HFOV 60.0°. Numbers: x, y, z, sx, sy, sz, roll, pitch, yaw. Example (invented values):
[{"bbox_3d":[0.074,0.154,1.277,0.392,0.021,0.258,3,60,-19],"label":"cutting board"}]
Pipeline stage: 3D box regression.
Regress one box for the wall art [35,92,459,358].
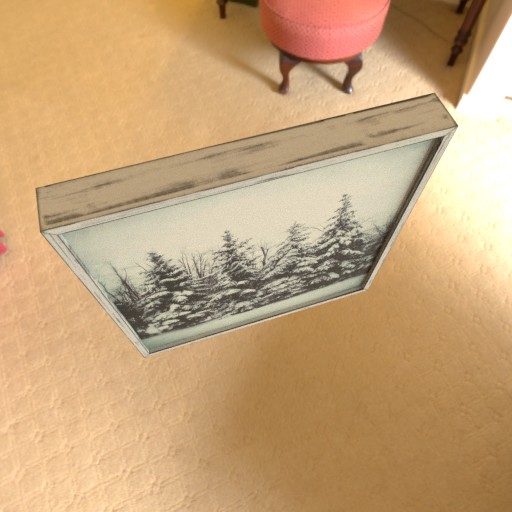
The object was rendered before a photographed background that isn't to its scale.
[{"bbox_3d":[0.000,0.000,0.449,0.303,0.303,0.036,-16,63,-8],"label":"wall art"}]
